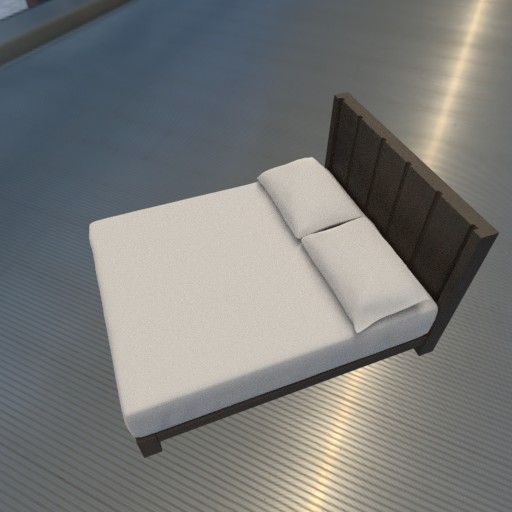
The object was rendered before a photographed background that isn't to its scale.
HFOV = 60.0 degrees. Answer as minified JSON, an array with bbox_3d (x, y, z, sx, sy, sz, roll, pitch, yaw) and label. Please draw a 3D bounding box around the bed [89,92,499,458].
[{"bbox_3d":[0.000,0.000,3.207,2.242,1.270,1.727,-16,49,-14],"label":"bed"}]
